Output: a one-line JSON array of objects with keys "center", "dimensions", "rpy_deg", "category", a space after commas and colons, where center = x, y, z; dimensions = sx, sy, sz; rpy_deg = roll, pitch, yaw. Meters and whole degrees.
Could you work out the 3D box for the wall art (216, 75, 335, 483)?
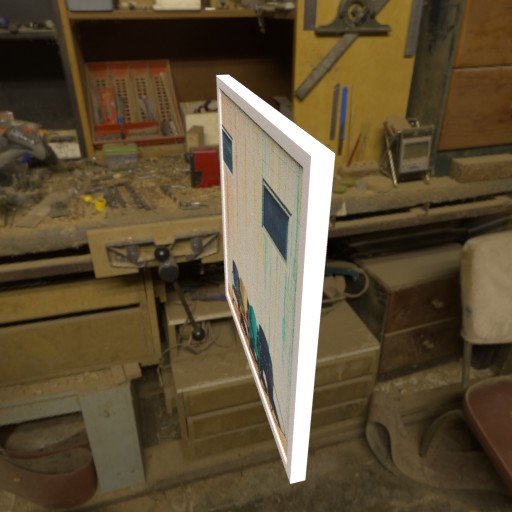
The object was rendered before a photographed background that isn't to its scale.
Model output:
[{"center": [0.000, 0.000, 1.134], "dimensions": [0.036, 0.760, 0.760], "rpy_deg": [-7, 31, -12], "category": "wall art"}]
